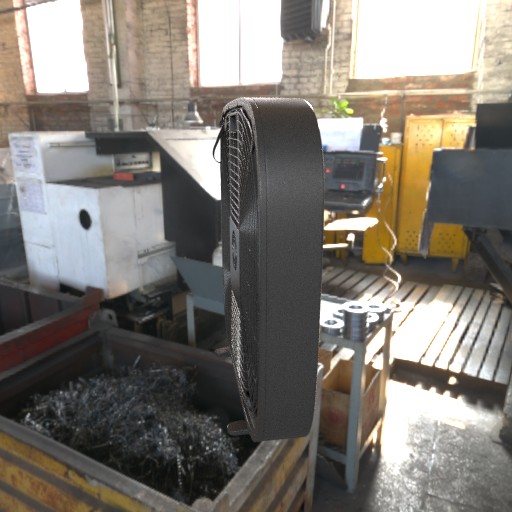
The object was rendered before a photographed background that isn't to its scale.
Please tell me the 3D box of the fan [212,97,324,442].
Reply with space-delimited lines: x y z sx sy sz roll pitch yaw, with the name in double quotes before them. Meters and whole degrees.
"fan" 0.000 0.000 0.807 0.142 0.533 0.526 -3 16 -9
